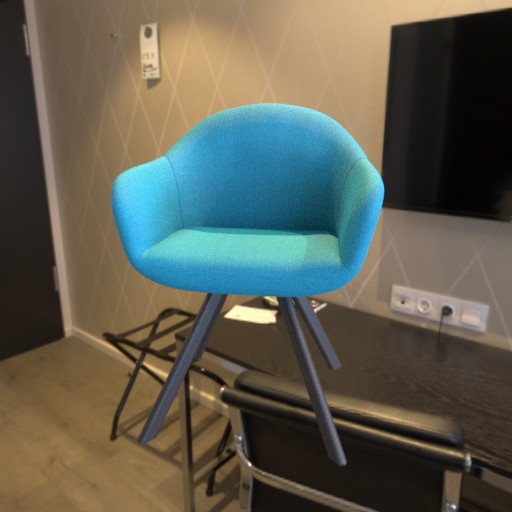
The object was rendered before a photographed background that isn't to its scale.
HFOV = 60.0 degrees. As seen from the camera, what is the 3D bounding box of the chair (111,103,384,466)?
[{"bbox_3d":[0.000,0.000,1.174,0.590,0.795,0.550,2,15,9],"label":"chair"}]
